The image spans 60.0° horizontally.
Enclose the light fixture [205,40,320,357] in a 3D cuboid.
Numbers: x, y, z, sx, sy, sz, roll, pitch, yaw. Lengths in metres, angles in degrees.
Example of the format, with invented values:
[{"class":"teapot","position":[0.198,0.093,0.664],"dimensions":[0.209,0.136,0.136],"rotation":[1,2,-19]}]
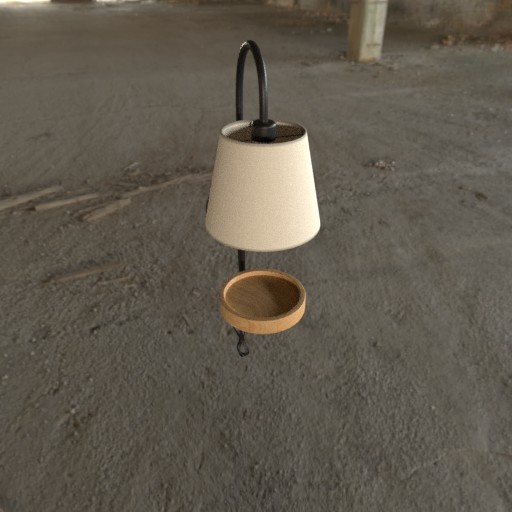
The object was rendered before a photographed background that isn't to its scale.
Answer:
[{"class":"light fixture","position":[0.000,0.000,0.938],"dimensions":[0.220,0.821,0.299],"rotation":[-10,34,-16]}]
